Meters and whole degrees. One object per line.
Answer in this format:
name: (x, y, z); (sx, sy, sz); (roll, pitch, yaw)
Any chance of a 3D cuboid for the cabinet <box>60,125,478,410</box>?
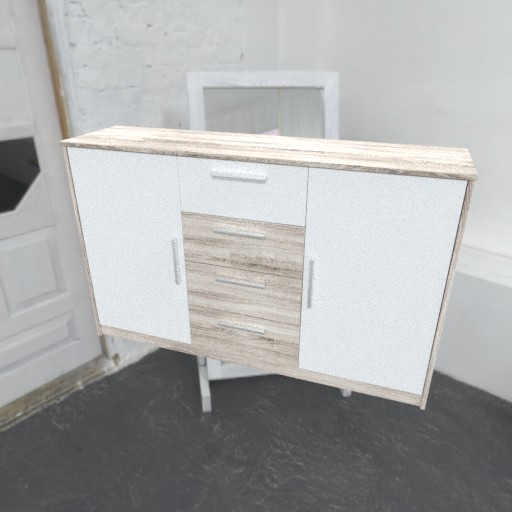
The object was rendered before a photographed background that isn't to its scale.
cabinet: (0.000, 0.000, 1.813); (1.450, 0.900, 0.380); (8, 27, 17)
